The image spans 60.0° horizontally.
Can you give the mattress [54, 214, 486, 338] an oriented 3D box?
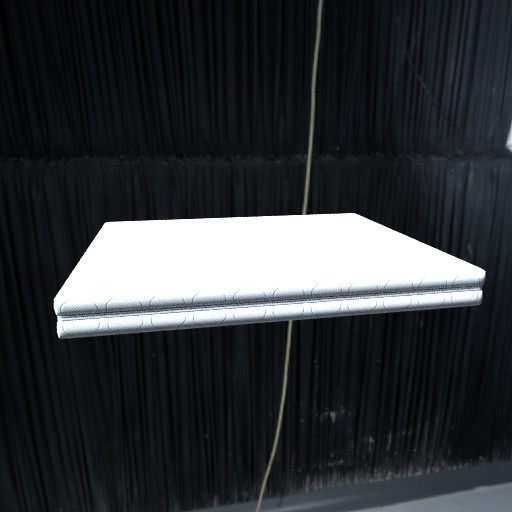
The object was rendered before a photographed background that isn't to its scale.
[{"bbox_3d":[0.000,0.000,2.769,2.000,0.200,1.600,-3,16,-11],"label":"mattress"}]
